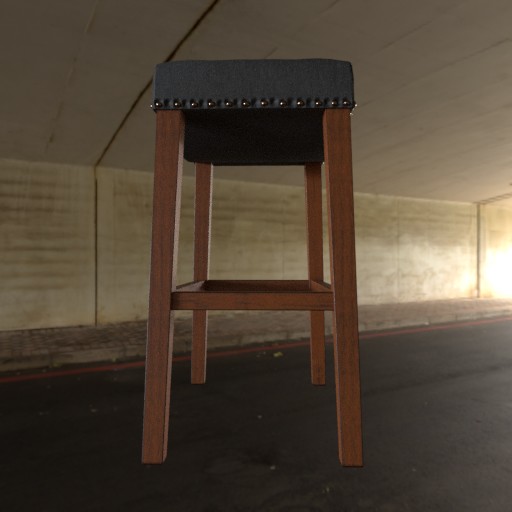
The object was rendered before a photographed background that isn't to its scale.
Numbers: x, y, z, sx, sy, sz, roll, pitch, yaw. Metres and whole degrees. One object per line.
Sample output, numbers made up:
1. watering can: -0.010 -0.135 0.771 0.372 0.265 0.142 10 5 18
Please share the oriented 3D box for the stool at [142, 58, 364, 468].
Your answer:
1. stool: 0.000 0.000 0.860 0.320 0.612 0.439 0 0 2
